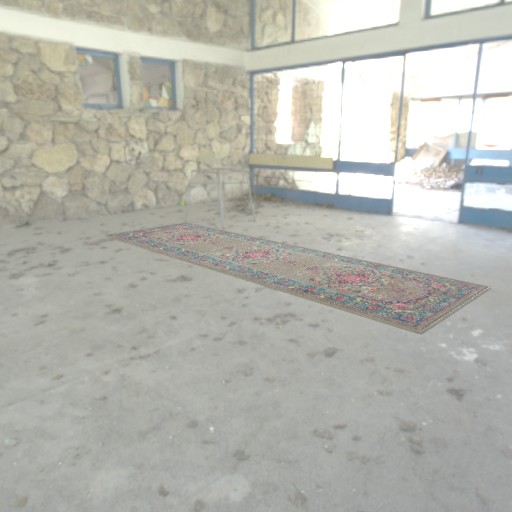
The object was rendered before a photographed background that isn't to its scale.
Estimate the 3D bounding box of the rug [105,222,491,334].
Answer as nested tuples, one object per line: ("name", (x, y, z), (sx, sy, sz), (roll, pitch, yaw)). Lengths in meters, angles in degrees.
("rug", (0.000, 0.000, 2.019), (0.553, 0.012, 1.827), (-14, 20, -43))
